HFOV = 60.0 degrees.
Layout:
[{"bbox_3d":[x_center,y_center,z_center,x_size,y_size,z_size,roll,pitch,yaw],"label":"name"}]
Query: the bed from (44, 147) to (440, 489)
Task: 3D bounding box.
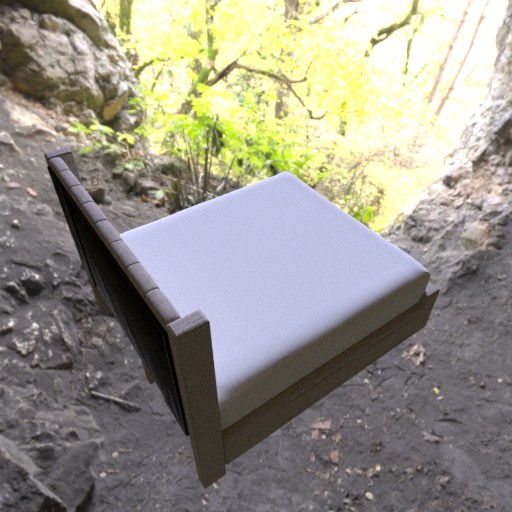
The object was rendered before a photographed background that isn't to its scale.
[{"bbox_3d":[0.000,0.000,3.673,2.372,1.748,2.044,-25,48,-25],"label":"bed"}]
